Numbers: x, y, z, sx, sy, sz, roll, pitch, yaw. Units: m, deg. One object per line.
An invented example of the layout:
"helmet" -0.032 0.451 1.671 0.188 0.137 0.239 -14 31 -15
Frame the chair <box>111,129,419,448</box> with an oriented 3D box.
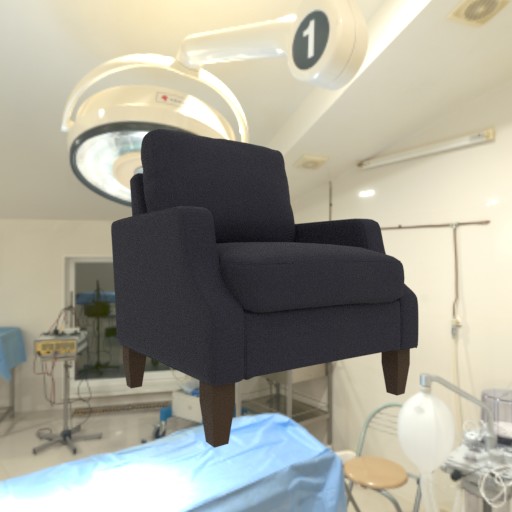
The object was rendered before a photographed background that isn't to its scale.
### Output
"chair" 0.000 0.000 1.675 0.855 0.991 0.897 0 0 -35
